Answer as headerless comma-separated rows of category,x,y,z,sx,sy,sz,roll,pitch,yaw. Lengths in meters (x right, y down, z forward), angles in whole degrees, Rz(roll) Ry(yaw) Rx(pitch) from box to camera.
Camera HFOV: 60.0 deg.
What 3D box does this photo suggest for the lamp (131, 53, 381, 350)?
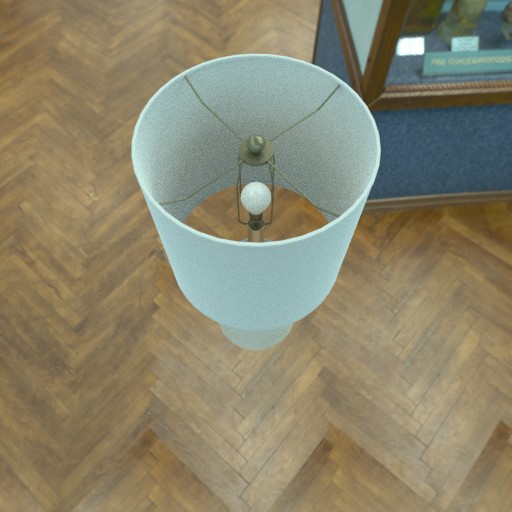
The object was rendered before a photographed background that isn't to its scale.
lamp,0.000,0.000,0.510,0.188,0.392,0.188,-2,63,-1
